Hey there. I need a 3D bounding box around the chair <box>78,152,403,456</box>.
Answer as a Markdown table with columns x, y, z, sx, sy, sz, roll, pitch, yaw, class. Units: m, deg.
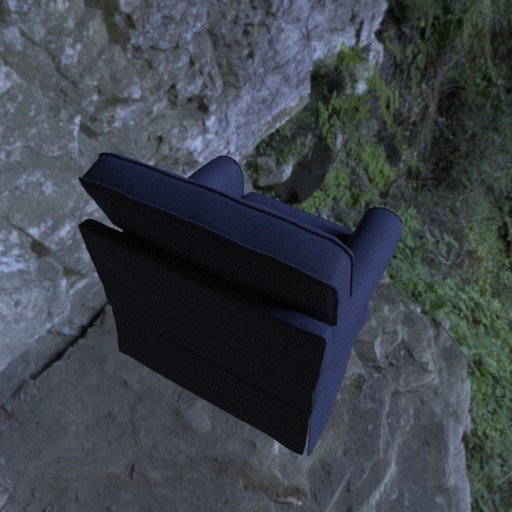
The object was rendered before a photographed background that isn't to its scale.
| x | y | z | sx | sy | sz | roll | pitch | yaw | class |
| --- | --- | --- | --- | --- | --- | --- | --- | --- | --- |
| 0.000 | 0.000 | 2.036 | 1.119 | 1.140 | 1.002 | 23 | 49 | 21 | chair |
